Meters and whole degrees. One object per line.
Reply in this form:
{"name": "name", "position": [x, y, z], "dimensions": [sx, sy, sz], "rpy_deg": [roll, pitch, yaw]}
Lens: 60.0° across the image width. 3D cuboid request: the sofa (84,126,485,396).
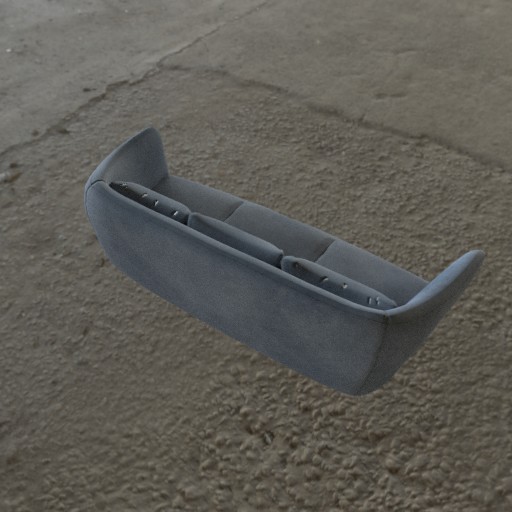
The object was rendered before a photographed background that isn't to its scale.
{"name": "sofa", "position": [0.000, 0.000, 2.459], "dimensions": [2.095, 0.795, 0.849], "rpy_deg": [25, 52, 21]}
